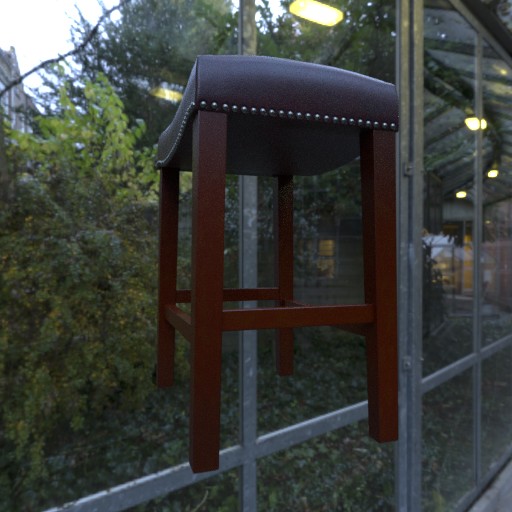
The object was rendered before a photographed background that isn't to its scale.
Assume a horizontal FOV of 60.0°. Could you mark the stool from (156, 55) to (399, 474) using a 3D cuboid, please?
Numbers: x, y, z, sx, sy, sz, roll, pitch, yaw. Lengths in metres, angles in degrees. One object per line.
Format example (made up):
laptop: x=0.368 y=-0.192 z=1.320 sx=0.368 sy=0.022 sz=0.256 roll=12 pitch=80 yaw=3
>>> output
stool: x=0.000 y=0.000 z=0.953 sx=0.372 sy=0.657 sz=0.504 roll=0 pitch=0 yaw=-19
